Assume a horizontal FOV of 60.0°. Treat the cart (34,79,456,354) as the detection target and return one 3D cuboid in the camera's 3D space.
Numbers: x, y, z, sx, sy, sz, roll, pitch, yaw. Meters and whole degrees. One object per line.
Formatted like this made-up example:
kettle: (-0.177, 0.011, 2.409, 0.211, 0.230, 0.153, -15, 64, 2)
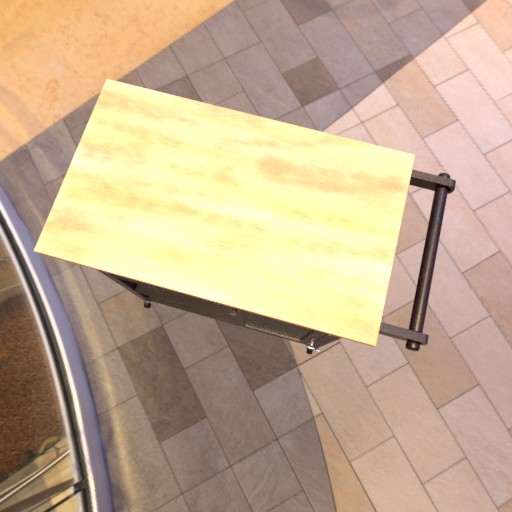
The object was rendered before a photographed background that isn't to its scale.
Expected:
cart: (0.000, 0.000, 1.454, 0.914, 0.878, 0.472, 15, 76, 4)
